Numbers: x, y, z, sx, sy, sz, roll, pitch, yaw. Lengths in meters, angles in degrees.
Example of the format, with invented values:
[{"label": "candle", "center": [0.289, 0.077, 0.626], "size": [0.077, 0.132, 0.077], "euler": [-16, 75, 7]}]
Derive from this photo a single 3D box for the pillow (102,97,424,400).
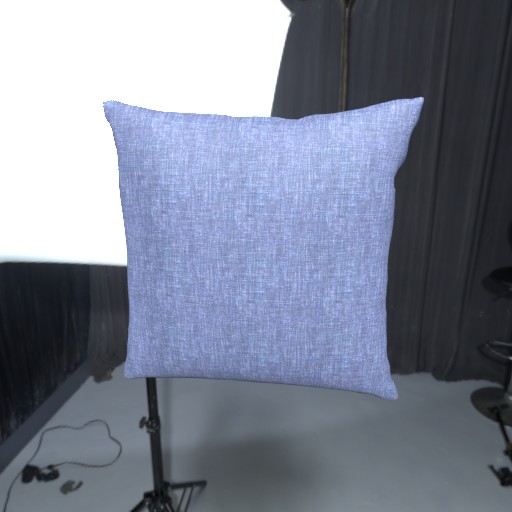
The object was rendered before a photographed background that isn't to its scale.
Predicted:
[{"label": "pillow", "center": [0.000, 0.000, 0.758], "size": [0.510, 0.510, 0.145], "euler": [2, 16, 7]}]
